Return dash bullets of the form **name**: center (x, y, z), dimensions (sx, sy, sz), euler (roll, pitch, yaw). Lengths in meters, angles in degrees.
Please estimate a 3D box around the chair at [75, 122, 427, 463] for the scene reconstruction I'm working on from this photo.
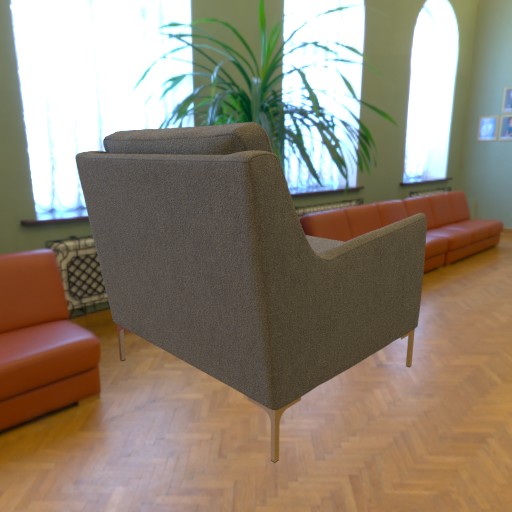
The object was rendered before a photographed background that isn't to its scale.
- **chair**: center (0.000, 0.000, 1.514), dimensions (0.849, 0.828, 0.847), euler (-13, 19, -43)
